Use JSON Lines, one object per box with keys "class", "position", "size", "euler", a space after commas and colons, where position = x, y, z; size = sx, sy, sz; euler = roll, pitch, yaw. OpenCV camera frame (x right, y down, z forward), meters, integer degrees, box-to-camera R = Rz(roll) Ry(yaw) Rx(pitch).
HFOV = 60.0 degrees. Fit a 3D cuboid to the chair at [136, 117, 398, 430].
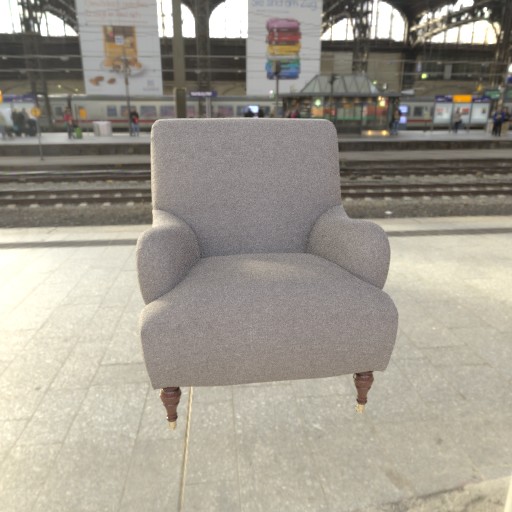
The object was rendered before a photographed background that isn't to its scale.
{"class": "chair", "position": [0.000, 0.000, 1.583], "size": [0.766, 0.942, 0.843], "euler": [-2, 18, -8]}
